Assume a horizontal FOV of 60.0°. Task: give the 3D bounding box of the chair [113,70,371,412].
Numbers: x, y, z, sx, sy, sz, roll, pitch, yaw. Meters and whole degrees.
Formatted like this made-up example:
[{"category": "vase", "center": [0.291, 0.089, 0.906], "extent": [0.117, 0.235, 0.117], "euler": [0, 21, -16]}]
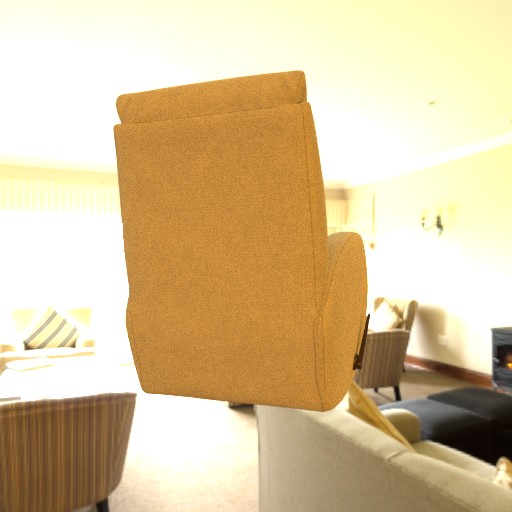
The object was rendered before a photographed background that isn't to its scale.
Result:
[{"category": "chair", "center": [0.000, 0.000, 1.674], "extent": [0.812, 1.015, 0.941], "euler": [0, -1, 18]}]
